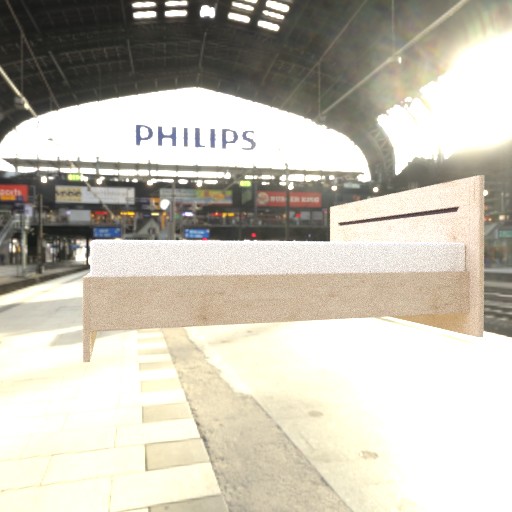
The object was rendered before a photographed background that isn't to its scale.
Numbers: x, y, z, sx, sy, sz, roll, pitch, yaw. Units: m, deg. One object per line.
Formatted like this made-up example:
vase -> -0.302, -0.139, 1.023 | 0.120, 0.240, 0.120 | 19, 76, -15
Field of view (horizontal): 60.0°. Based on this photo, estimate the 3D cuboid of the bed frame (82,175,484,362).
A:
bed frame -> 0.000, 0.000, 2.998 | 2.080, 0.900, 1.800 | 0, 0, -17
